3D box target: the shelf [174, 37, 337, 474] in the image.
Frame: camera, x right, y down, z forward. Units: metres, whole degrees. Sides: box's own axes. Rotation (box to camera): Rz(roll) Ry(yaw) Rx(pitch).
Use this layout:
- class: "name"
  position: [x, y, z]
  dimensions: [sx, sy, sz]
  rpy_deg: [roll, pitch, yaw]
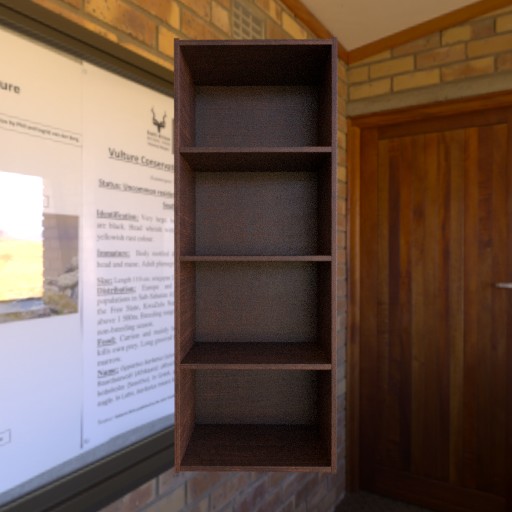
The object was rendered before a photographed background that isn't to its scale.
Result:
- class: "shelf"
  position: [0.000, 0.000, 1.262]
  dimensions: [0.415, 1.099, 0.290]
  rpy_deg: [0, 1, 1]
